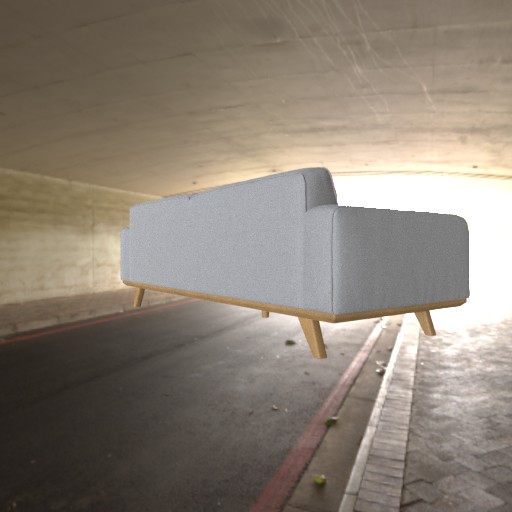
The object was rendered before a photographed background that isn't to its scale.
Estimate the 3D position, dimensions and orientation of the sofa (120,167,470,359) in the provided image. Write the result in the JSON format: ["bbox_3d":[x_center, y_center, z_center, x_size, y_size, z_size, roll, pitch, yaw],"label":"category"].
[{"bbox_3d":[0.000,0.000,2.767,0.956,0.781,2.270,-1,1,-36],"label":"sofa"}]
